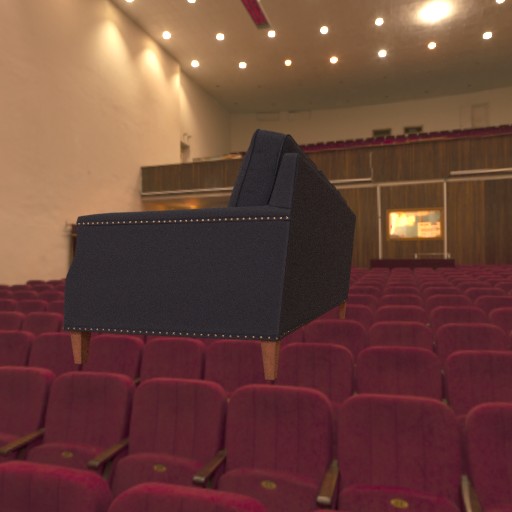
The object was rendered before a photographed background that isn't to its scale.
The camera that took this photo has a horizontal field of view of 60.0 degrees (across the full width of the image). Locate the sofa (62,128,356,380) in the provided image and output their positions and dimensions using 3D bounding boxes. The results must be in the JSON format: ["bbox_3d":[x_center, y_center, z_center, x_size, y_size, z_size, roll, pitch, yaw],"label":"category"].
[{"bbox_3d":[0.000,0.000,2.845,1.084,1.003,2.246,-1,-2,18],"label":"sofa"}]
